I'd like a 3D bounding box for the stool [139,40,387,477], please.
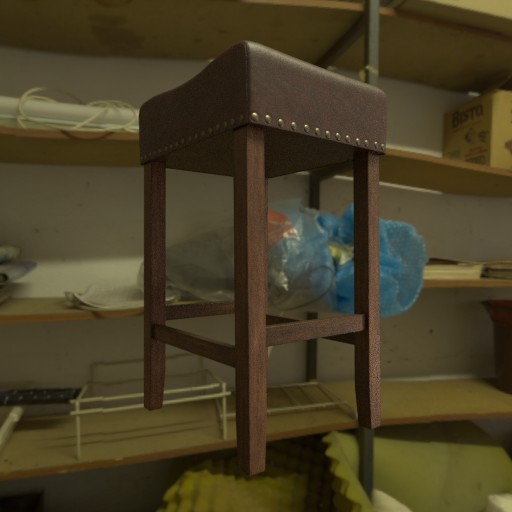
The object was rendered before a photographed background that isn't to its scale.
[{"bbox_3d":[0.000,0.000,1.056,0.401,0.769,0.465,0,0,-38],"label":"stool"}]
